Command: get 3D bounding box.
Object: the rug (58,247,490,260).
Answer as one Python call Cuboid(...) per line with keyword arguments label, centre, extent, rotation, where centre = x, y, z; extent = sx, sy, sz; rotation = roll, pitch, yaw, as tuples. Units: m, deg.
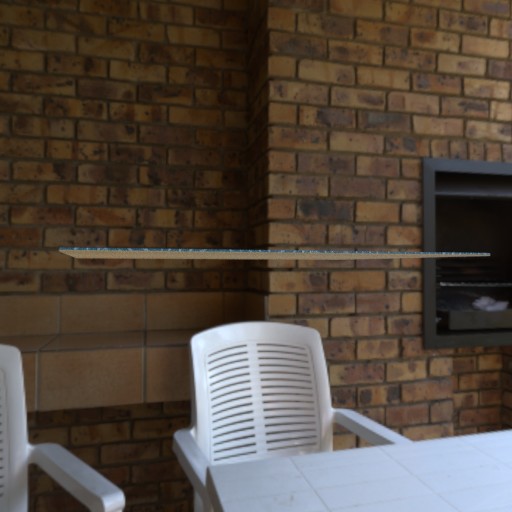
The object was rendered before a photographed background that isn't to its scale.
Cuboid(label="rug", centre=(0.000, 0.000, 2.764), extent=(2.144, 0.015, 1.543), rotation=(0, -1, -20))
